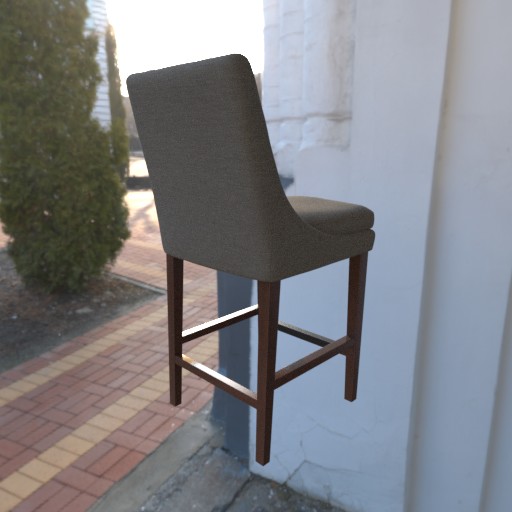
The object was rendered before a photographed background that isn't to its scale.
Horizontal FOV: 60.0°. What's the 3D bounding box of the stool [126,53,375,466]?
[{"bbox_3d":[0.000,0.000,1.290,0.470,0.981,0.577,13,19,43],"label":"stool"}]
